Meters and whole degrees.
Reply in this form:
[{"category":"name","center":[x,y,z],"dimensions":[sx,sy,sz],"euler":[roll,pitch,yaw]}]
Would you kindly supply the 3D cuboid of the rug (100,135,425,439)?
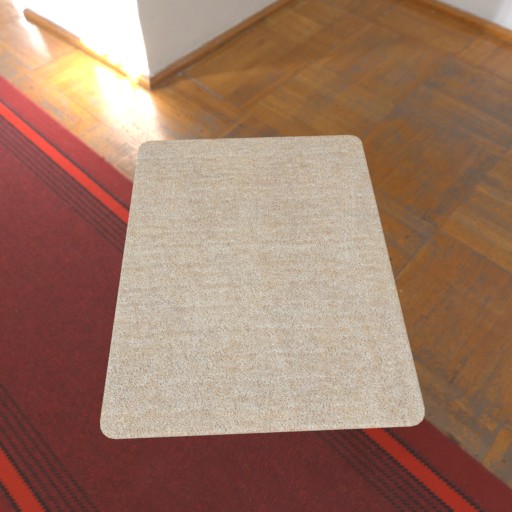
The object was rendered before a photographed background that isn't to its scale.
[{"category":"rug","center":[0.000,0.000,3.363],"dimensions":[2.009,0.048,2.528],"euler":[-2,58,-1]}]
